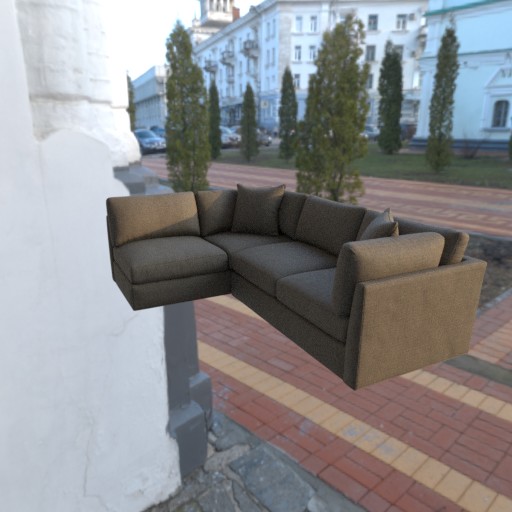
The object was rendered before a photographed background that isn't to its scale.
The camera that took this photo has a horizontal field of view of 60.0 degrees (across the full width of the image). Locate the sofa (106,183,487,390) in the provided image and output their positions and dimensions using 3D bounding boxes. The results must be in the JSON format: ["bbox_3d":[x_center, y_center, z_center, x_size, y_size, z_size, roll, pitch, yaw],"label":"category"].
[{"bbox_3d":[0.000,0.000,3.808,1.994,0.978,2.896,-8,18,-26],"label":"sofa"}]
